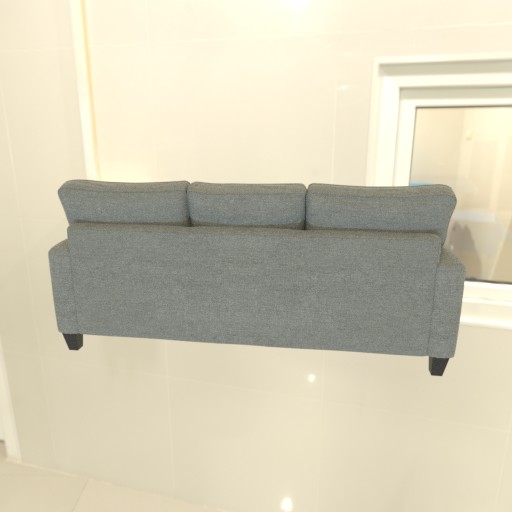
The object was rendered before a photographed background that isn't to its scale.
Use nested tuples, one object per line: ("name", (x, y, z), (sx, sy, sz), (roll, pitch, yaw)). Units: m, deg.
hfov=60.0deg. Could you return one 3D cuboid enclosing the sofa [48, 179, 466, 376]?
("sofa", (0.000, 0.000, 2.686), (2.158, 0.965, 0.951), (2, 16, 8))
